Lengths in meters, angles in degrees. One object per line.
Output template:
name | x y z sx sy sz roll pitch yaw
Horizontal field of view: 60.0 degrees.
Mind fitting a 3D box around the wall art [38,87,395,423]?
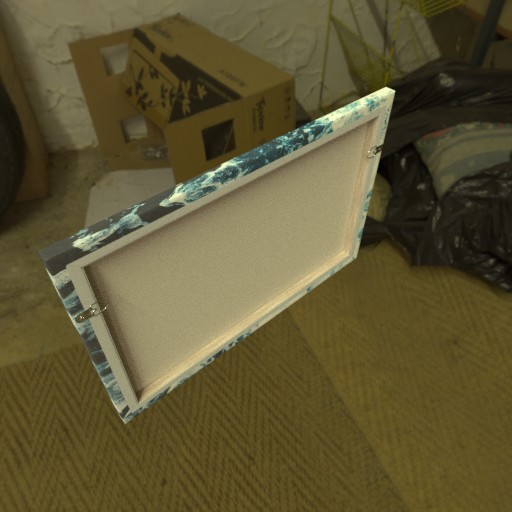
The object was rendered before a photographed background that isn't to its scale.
wall art | 0.000 0.000 1.900 1.524 1.017 0.055 -32 53 -27
